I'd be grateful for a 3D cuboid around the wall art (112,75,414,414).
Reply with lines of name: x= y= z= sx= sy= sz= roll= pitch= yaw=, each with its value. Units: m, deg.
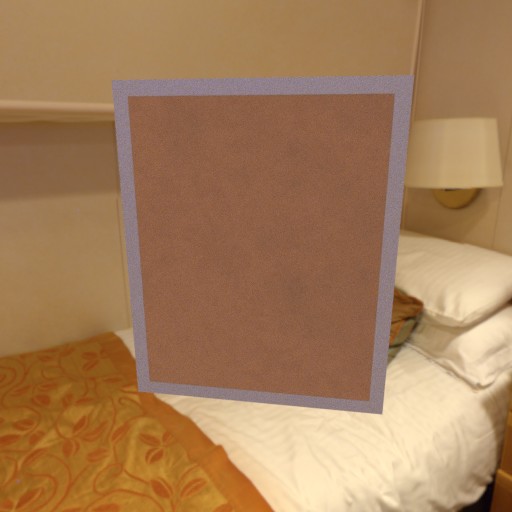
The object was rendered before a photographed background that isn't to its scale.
wall art: x=0.000 y=0.000 z=1.086 sx=0.661 sy=0.811 sz=0.026 roll=3 pitch=17 yaw=9
